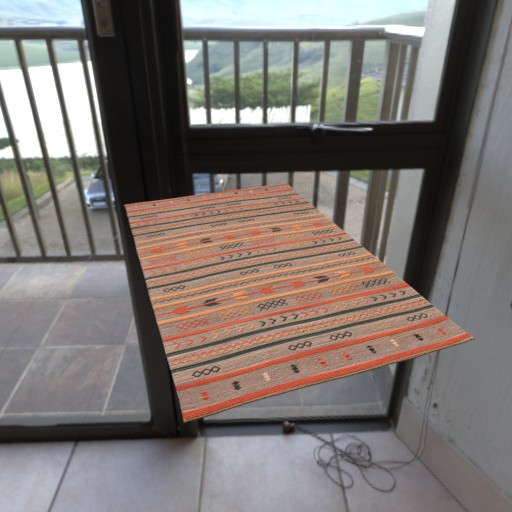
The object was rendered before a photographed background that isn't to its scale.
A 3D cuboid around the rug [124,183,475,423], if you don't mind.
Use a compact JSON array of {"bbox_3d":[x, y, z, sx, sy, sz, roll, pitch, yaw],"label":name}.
[{"bbox_3d":[0.000,0.000,3.068,1.537,0.029,2.439,-10,31,-17],"label":"rug"}]
